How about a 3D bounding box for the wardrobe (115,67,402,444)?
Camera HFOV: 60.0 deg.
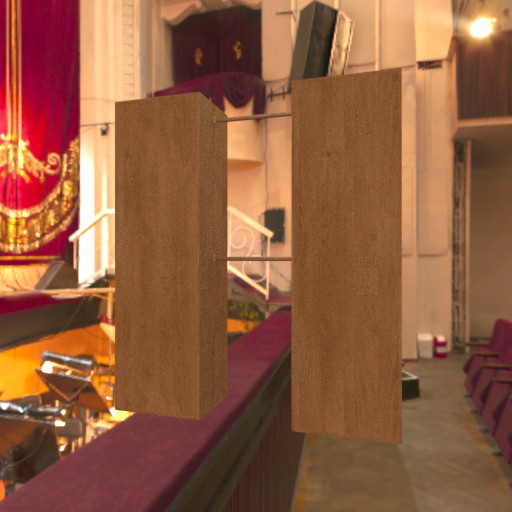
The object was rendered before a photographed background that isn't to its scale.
[{"bbox_3d":[0.000,0.000,2.845,1.770,2.000,0.480,0,0,17],"label":"wardrobe"}]
